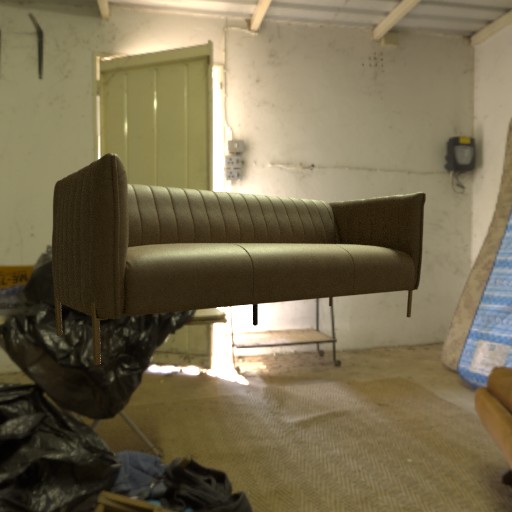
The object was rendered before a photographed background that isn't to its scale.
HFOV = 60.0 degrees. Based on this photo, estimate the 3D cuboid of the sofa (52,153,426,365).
[{"bbox_3d":[0.000,0.000,2.455,1.980,0.779,0.876,-1,1,-36],"label":"sofa"}]
